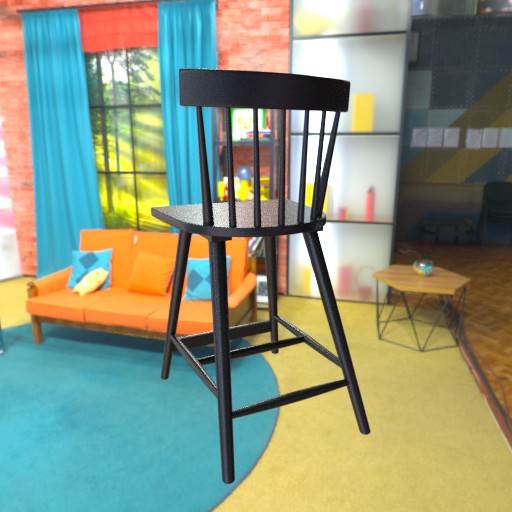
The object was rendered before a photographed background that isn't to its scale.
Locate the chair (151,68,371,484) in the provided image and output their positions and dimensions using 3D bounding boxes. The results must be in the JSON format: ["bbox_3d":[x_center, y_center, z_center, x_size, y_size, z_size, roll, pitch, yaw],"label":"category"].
[{"bbox_3d":[0.000,0.000,1.278,0.483,0.952,0.572,-7,16,-26],"label":"chair"}]
